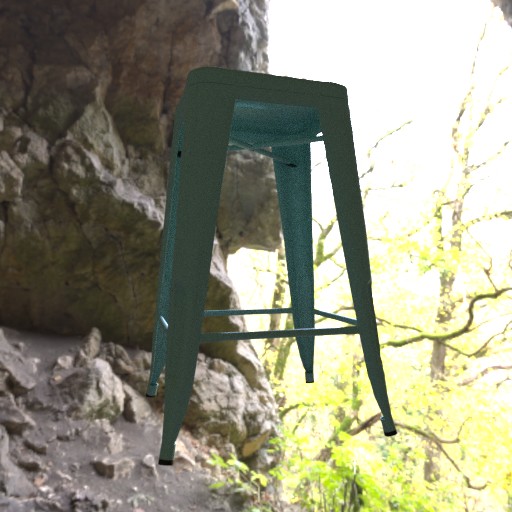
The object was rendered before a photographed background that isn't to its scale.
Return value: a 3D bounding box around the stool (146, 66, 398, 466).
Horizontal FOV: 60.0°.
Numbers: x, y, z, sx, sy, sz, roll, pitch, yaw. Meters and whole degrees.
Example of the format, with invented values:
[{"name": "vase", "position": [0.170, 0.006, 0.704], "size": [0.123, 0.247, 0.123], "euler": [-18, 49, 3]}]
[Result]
[{"name": "stool", "position": [0.000, 0.000, 0.859], "size": [0.399, 0.609, 0.359], "euler": [0, -1, -17]}]
